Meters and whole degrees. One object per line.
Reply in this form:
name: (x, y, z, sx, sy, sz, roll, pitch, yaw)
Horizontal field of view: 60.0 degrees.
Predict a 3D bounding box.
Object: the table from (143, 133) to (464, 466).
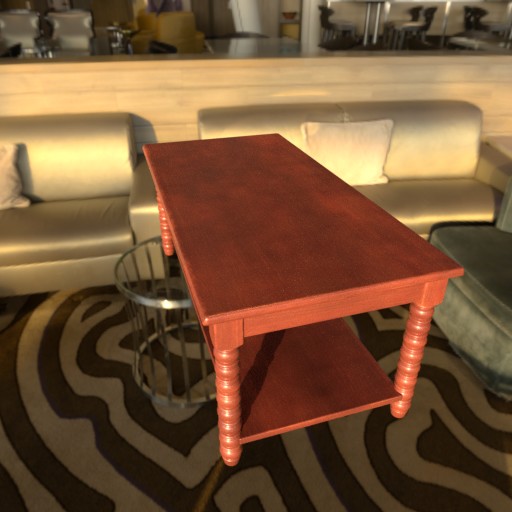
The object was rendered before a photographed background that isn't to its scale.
table: (0.000, 0.000, 1.473, 0.580, 0.485, 1.171, -9, 31, -15)
